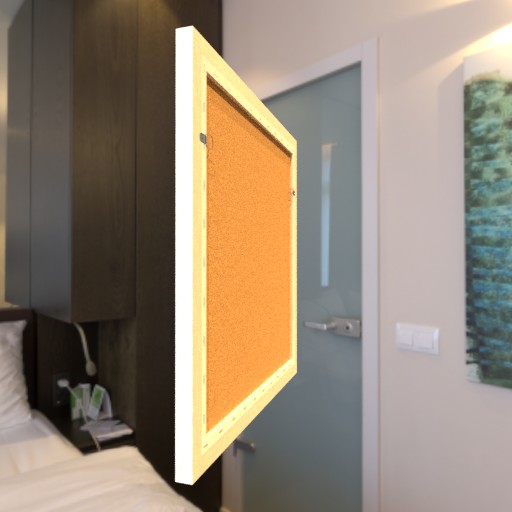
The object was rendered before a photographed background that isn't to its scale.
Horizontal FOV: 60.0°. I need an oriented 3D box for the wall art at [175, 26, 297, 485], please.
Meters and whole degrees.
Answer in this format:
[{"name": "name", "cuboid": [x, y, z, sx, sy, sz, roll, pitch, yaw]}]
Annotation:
[{"name": "wall art", "cuboid": [0.000, 0.000, 1.469, 0.045, 1.016, 1.016, 0, 0, 18]}]
